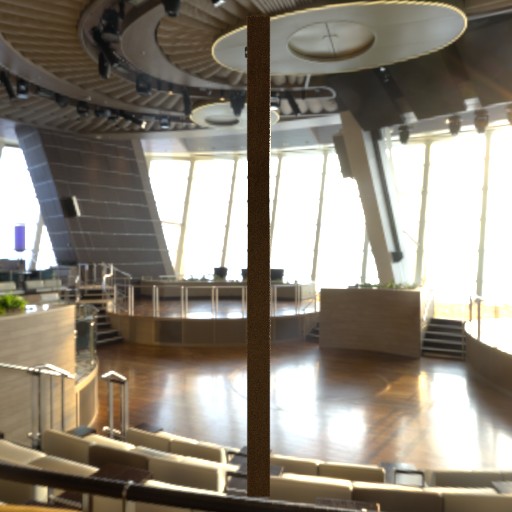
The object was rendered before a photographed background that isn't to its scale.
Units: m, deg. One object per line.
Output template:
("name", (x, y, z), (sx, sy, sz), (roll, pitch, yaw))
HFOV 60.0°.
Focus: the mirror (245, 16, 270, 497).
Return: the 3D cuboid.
("mirror", (0.000, 0.000, 0.908), (0.039, 0.711, 0.508), (0, 1, 0))
